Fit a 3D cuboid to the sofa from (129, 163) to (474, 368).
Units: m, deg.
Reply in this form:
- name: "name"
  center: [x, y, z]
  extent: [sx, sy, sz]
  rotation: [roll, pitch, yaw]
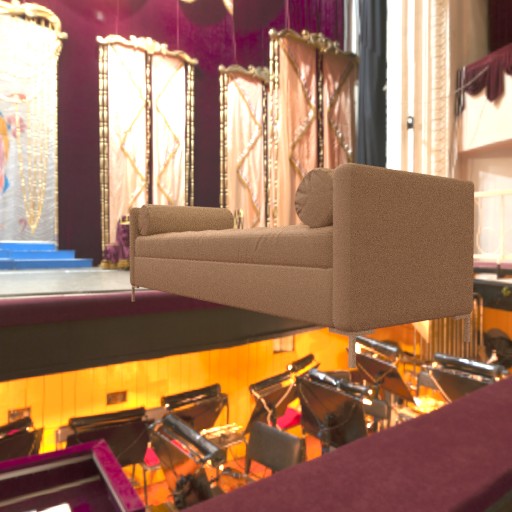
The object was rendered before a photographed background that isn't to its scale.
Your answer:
- name: "sofa"
  center: [0.000, 0.000, 2.326]
  extent: [0.686, 0.635, 1.981]
  rotation: [-1, 2, -35]
